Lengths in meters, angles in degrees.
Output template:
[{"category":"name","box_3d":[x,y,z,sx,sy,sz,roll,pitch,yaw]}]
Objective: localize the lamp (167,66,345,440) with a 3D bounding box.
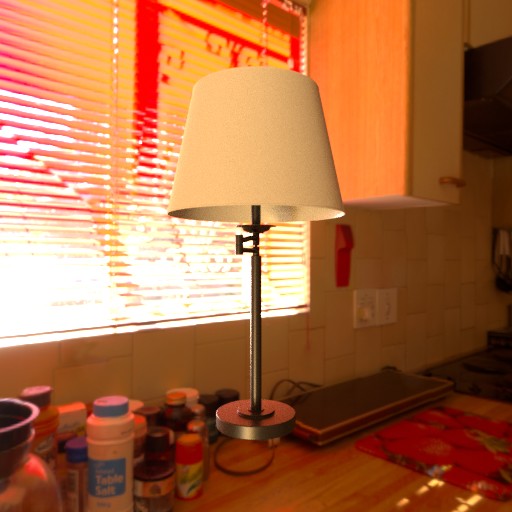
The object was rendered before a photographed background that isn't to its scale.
[{"category":"lamp","box_3d":[0.000,0.000,0.919,0.363,0.696,0.363,0,0,0]}]
